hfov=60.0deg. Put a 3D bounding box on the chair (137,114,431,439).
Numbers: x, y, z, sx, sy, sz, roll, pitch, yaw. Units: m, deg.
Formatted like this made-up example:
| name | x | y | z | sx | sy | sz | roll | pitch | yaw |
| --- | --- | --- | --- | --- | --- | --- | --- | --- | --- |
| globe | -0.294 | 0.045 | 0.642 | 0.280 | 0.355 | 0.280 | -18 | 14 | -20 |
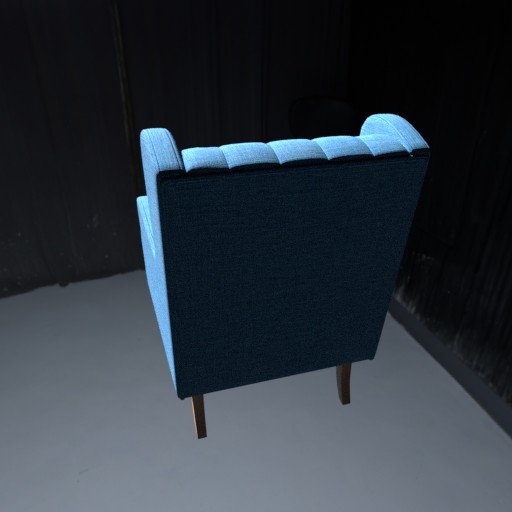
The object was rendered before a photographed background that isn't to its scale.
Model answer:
| name | x | y | z | sx | sy | sz | roll | pitch | yaw |
| --- | --- | --- | --- | --- | --- | --- | --- | --- | --- |
| chair | 0.000 | 0.000 | 1.463 | 0.711 | 0.952 | 0.775 | -8 | 30 | -14 |
